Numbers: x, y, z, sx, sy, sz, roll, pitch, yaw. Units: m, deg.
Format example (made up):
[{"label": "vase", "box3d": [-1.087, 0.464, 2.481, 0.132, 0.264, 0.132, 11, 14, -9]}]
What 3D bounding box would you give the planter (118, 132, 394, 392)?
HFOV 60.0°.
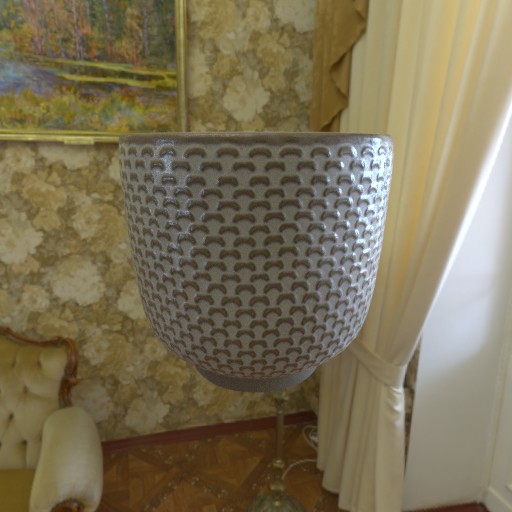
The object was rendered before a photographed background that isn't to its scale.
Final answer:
[{"label": "planter", "box3d": [0.000, 0.000, 0.247, 0.139, 0.130, 0.139, 0, 14, 0]}]
